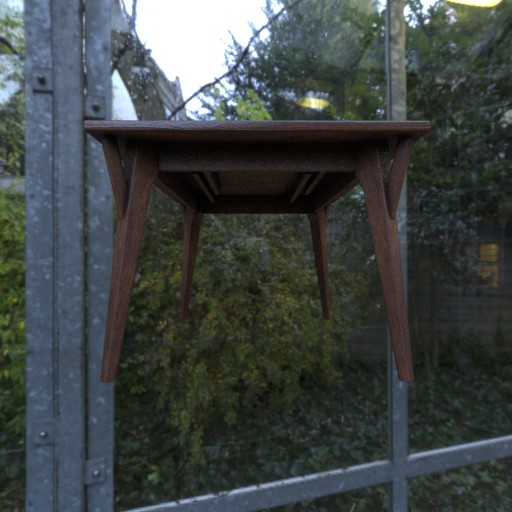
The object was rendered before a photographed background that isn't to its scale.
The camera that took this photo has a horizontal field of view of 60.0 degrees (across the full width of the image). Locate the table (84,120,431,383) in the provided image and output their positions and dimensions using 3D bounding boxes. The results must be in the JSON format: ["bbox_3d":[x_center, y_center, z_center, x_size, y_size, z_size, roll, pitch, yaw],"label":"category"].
[{"bbox_3d":[0.000,0.000,2.022,0.990,0.761,1.524,0,-1,0],"label":"table"}]
